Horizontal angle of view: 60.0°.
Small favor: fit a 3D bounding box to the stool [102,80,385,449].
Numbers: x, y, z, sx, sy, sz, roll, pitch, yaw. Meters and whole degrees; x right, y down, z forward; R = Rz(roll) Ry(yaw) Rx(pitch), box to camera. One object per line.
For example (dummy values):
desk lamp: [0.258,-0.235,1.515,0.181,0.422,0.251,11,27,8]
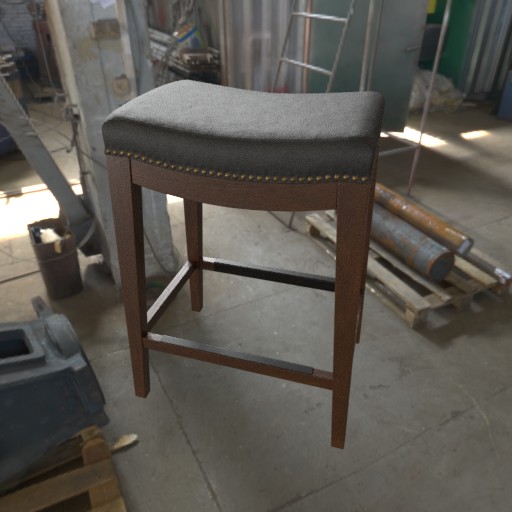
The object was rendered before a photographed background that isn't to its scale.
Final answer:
stool: [0.000,0.000,0.956,0.490,0.664,0.353,9,34,14]
